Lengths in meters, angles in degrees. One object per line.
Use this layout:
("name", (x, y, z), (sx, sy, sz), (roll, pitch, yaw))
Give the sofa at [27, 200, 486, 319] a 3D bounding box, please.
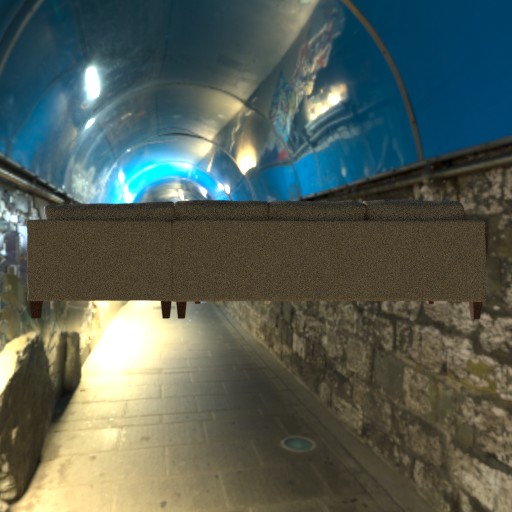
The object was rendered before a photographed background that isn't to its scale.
("sofa", (0.000, 0.000, 3.858), (3.186, 0.846, 1.625), (0, 1, 0))
